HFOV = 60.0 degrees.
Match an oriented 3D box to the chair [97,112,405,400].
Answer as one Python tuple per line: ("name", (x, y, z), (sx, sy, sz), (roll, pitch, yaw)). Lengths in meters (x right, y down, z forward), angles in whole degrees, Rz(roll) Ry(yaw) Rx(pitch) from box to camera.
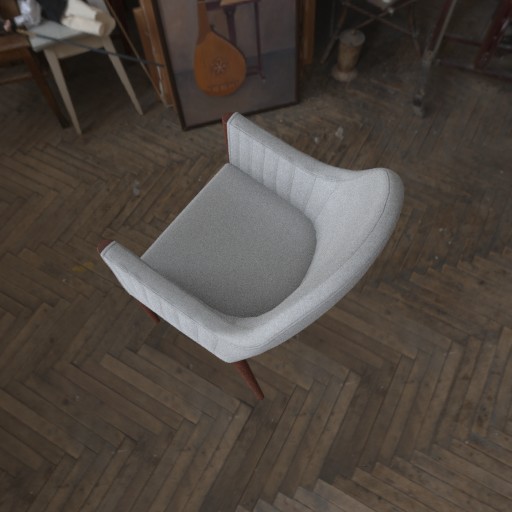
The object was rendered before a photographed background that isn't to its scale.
("chair", (0.000, 0.000, 1.322), (0.620, 0.889, 0.610), (32, 68, 15))
